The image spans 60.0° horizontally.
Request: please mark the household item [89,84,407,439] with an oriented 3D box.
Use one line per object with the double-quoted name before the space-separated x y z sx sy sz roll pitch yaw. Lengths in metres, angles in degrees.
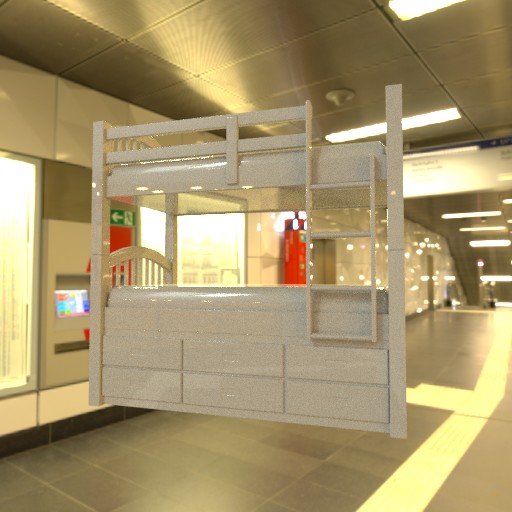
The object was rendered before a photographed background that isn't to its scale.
"household item" 0.000 0.000 3.228 2.032 2.032 1.143 -1 -3 18
